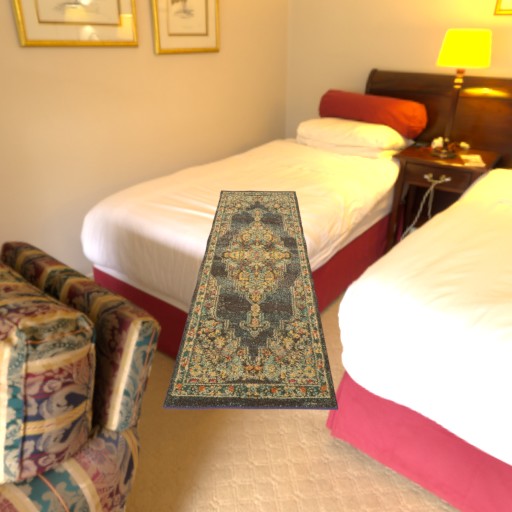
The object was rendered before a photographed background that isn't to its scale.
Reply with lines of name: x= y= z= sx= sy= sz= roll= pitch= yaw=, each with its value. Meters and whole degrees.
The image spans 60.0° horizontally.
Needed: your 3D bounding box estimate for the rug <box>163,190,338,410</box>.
rug: x=0.000 y=0.000 z=2.517 sx=0.602 sy=0.016 sz=2.283 roll=0 pitch=27 yaw=1
